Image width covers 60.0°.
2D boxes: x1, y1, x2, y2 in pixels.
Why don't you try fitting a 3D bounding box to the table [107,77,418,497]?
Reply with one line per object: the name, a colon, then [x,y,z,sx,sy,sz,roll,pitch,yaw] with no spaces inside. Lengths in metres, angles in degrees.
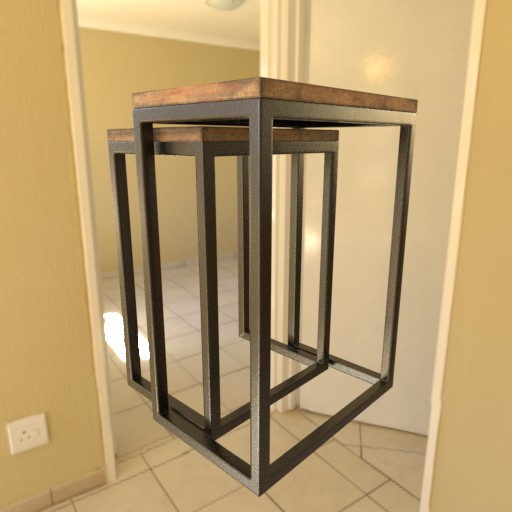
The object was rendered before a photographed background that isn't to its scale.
table: [0.000,0.000,0.919,0.456,0.615,0.460,-14,20,-42]
